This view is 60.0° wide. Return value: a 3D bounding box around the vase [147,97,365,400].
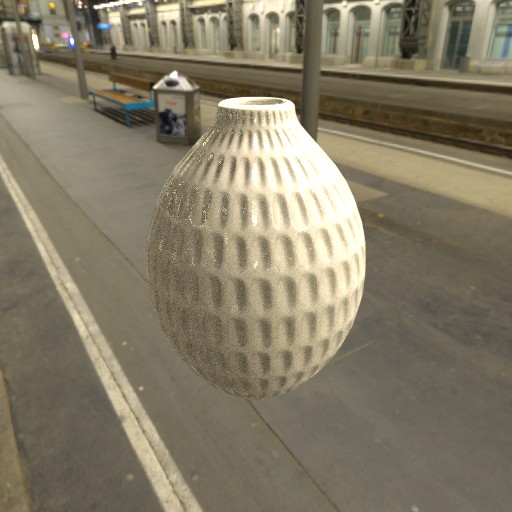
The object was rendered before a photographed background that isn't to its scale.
[{"bbox_3d":[0.000,0.000,0.335,0.162,0.223,0.162,0,26,0],"label":"vase"}]
